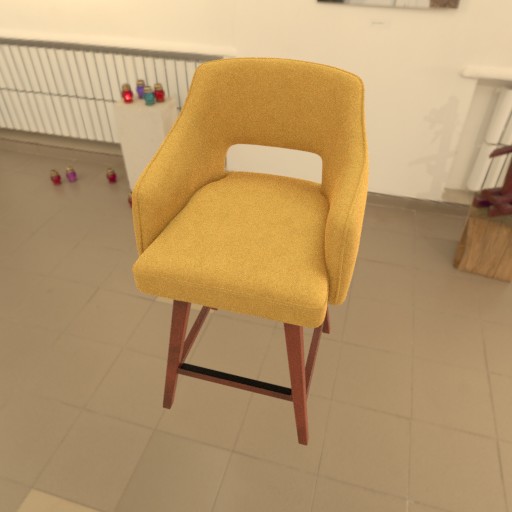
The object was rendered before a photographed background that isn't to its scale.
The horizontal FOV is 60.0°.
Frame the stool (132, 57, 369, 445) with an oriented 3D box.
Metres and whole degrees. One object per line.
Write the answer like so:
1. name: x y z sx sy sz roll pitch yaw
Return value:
1. stool: 0.000 0.000 1.259 0.548 0.924 0.558 10 41 12
